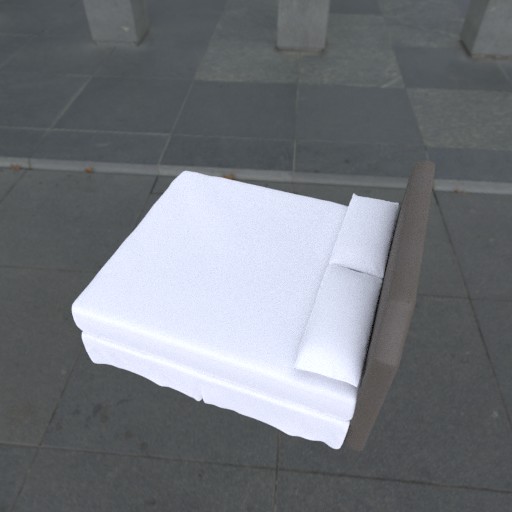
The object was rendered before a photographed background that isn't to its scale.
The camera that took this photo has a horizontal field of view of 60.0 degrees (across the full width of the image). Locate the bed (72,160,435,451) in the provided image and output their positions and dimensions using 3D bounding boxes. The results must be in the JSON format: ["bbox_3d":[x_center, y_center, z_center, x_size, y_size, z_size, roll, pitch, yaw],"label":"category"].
[{"bbox_3d":[0.000,0.000,3.913,2.536,1.561,2.194,15,47,14],"label":"bed"}]
